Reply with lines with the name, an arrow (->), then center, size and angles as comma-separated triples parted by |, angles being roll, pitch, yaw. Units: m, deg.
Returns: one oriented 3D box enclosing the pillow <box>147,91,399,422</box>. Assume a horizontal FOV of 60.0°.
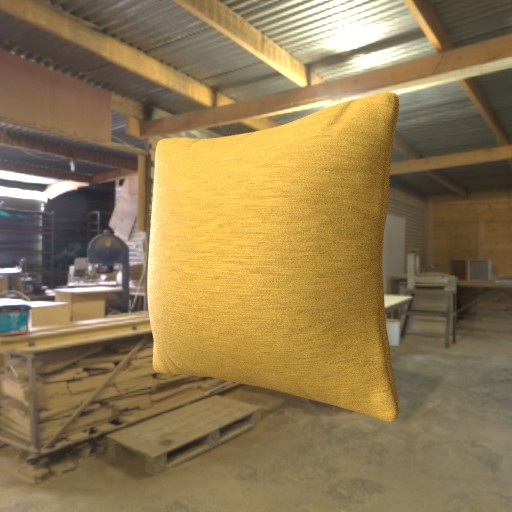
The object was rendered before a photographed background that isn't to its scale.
pillow -> 0.000, 0.000, 0.677 | 0.435, 0.417, 0.247 | 0, 0, 35
